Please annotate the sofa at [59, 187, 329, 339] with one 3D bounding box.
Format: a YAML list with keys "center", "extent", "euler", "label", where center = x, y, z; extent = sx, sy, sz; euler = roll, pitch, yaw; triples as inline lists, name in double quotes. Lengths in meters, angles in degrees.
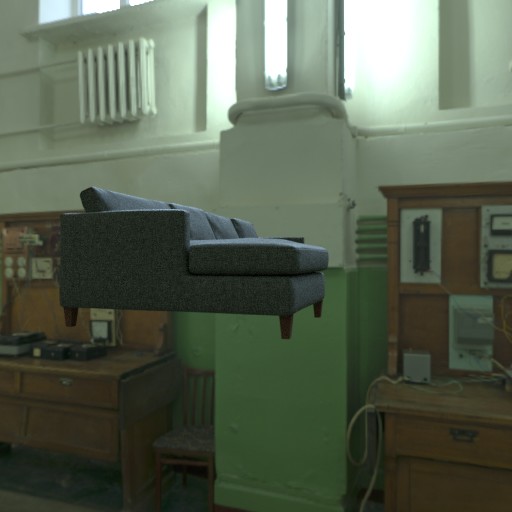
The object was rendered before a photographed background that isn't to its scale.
- center: [0.000, 0.000, 4.285]
  extent: [1.635, 0.960, 3.485]
  euler: [0, -1, 18]
  label: "sofa"
